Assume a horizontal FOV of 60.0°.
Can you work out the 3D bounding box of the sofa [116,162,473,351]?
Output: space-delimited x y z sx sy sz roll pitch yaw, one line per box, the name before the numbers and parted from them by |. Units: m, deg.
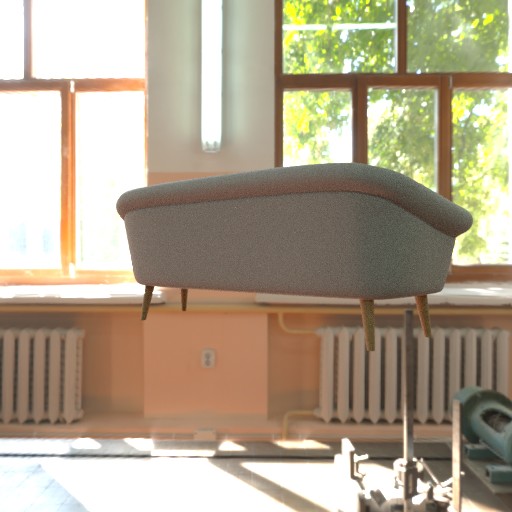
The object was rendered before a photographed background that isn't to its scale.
sofa | 0.000 0.000 2.562 2.160 0.795 0.827 0 0 36
